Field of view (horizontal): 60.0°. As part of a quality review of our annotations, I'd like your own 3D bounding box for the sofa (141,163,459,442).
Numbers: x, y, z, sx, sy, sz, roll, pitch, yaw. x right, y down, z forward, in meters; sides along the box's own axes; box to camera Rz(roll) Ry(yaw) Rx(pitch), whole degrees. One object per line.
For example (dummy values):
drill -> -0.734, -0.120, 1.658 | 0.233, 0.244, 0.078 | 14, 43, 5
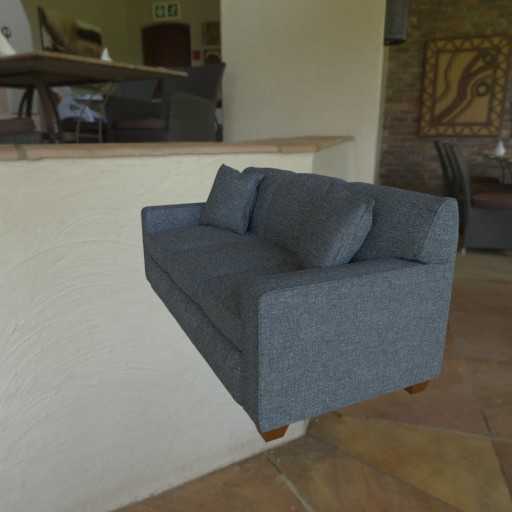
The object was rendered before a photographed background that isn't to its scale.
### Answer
sofa -> 0.000, 0.000, 2.627 | 0.997, 0.958, 2.024 | -7, 18, -25
